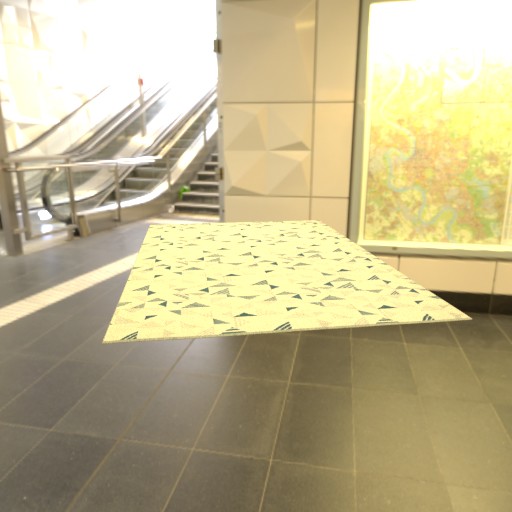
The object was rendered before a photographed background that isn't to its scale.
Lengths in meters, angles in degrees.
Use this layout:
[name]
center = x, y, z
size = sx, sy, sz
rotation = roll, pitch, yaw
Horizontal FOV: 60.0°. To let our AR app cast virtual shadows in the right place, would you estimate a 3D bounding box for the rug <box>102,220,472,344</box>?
[rug]
center = 0.000, 0.000, 2.278
size = 1.206, 0.003, 1.835
rotation = -2, 15, -8
